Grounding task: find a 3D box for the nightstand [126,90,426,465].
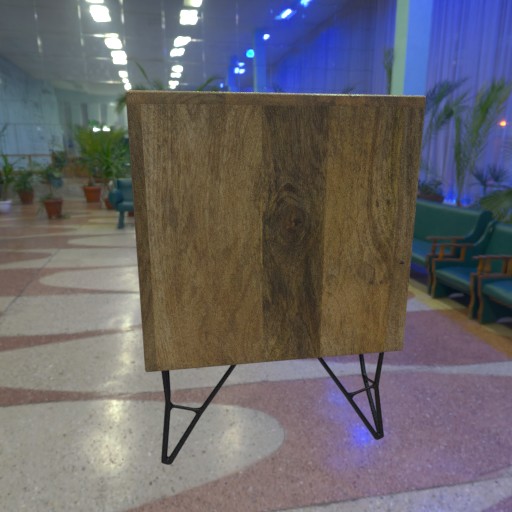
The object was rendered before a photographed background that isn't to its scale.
[{"bbox_3d":[0.000,0.000,0.868,0.406,0.559,0.457,-3,15,-10],"label":"nightstand"}]
